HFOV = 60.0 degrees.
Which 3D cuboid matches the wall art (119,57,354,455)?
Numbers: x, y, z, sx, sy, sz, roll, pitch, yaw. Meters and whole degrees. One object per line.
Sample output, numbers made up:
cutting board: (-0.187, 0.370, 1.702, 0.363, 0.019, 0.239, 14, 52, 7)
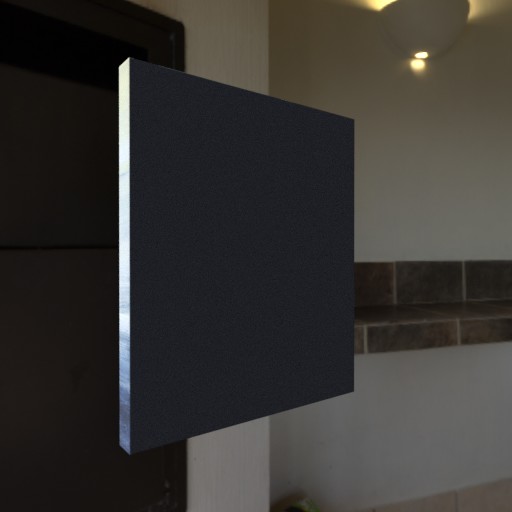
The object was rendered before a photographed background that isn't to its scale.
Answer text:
wall art: (0.000, 0.000, 0.715, 0.435, 0.511, 0.037, 0, 0, -37)
